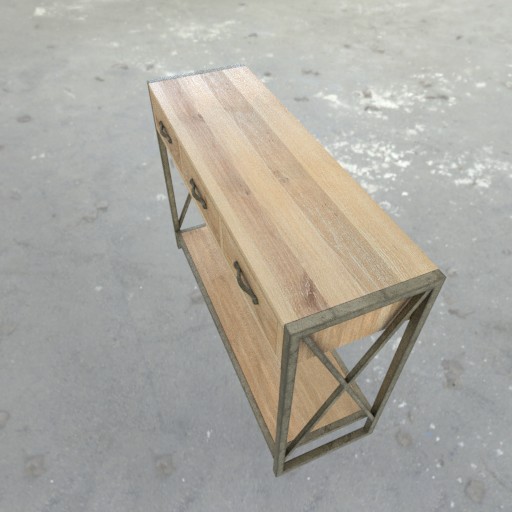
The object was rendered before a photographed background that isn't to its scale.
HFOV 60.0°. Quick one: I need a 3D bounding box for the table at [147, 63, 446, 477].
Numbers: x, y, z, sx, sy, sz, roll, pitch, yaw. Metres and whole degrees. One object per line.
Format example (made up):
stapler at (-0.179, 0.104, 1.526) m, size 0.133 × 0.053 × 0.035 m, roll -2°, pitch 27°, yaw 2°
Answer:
table at (0.000, 0.000, 1.424) m, size 0.361 × 0.763 × 1.059 m, roll -17°, pitch 49°, yaw -16°
